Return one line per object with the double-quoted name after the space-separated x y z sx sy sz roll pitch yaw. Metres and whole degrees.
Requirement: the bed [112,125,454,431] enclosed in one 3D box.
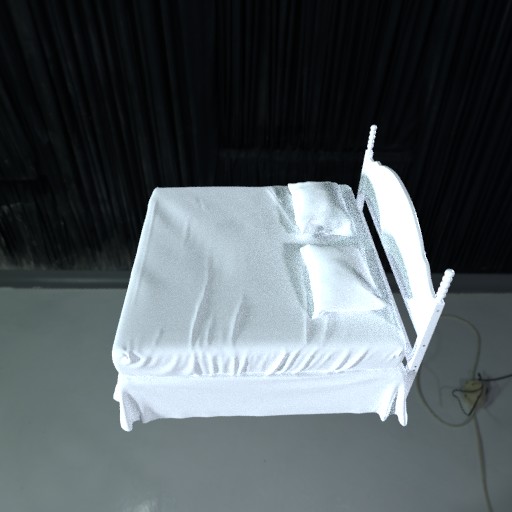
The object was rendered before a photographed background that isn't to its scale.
0.000 0.000 3.615 2.219 1.355 2.322 -1 41 -1 "bed"
